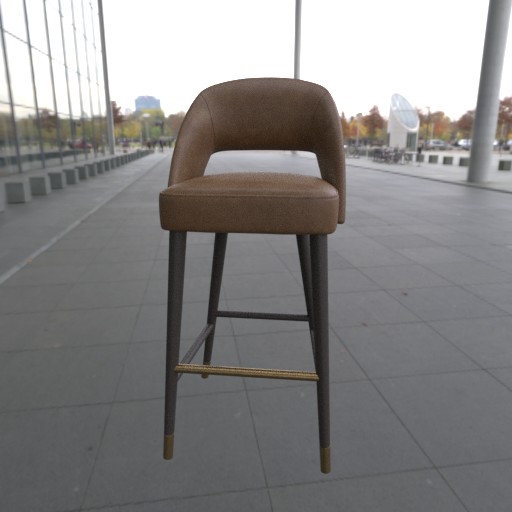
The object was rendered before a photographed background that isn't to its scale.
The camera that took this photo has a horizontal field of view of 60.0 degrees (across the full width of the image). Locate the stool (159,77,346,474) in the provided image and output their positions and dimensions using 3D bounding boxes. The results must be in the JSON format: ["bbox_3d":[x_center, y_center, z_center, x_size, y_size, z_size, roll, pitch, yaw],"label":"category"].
[{"bbox_3d":[0.000,0.000,1.294,0.494,1.037,0.509,2,15,7],"label":"stool"}]
